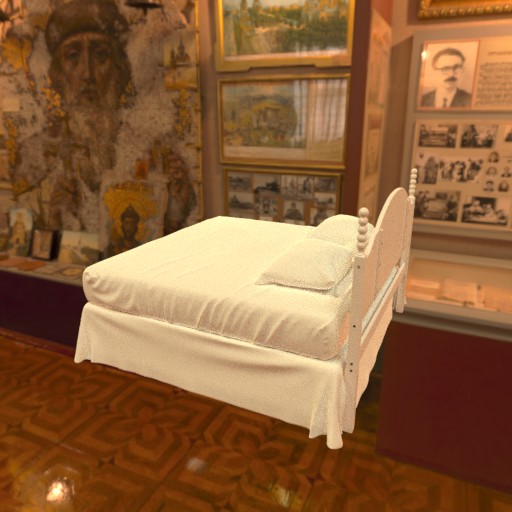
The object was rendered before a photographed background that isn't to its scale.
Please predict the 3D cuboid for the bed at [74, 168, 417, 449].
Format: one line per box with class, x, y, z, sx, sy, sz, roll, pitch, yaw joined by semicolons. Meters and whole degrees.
bed;0.000;0.000;3.696;2.219;1.355;2.322;9;20;25
